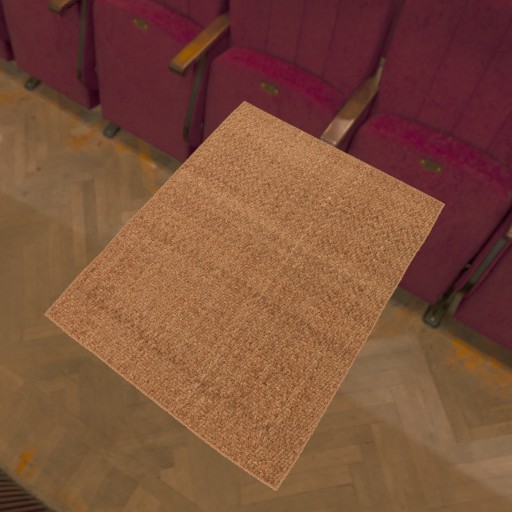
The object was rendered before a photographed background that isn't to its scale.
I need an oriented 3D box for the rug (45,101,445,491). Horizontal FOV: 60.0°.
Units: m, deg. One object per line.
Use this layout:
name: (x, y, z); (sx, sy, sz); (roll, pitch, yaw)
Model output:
rug: (0.000, 0.000, 4.079); (2.439, 0.013, 3.048); (31, 67, 15)
